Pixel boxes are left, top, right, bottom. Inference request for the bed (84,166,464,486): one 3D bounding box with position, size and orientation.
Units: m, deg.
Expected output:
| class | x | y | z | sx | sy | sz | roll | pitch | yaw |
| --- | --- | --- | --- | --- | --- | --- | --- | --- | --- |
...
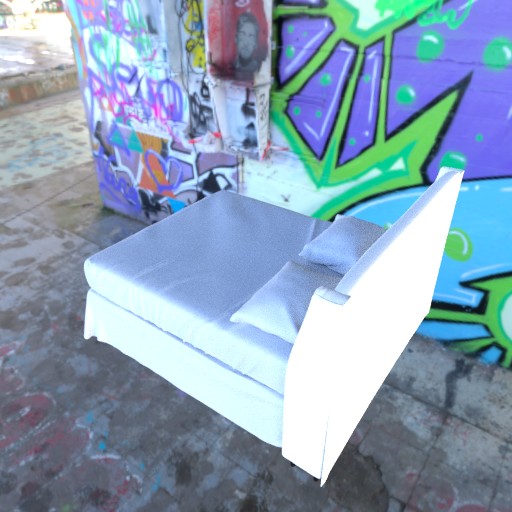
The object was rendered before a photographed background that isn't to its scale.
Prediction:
| class | x | y | z | sx | sy | sz | roll | pitch | yaw |
| --- | --- | --- | --- | --- | --- | --- | --- | --- | --- |
| bed | 0.000 | 0.000 | 3.354 | 2.276 | 1.332 | 1.925 | 21 | 37 | 30 |
